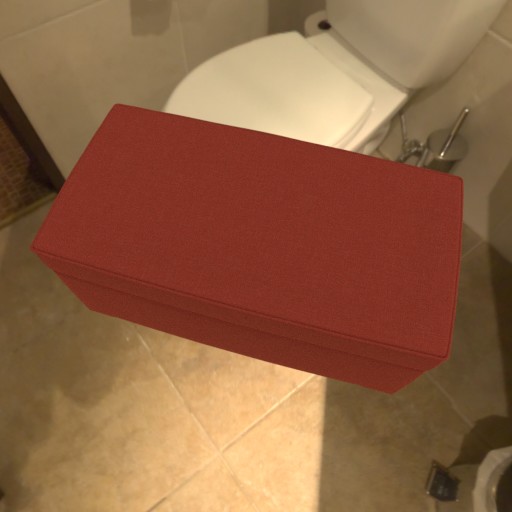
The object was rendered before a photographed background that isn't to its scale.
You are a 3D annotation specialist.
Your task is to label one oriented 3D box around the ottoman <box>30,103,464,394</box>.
[{"bbox_3d":[0.000,0.000,1.228,0.948,0.454,0.497,14,63,7],"label":"ottoman"}]
